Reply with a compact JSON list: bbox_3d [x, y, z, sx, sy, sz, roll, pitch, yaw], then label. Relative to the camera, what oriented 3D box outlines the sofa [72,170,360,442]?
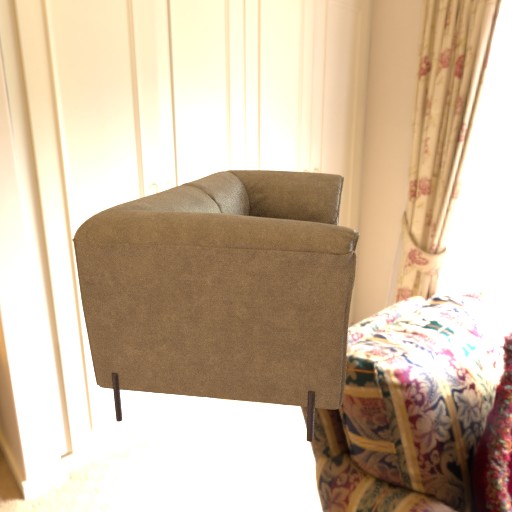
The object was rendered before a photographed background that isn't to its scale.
[{"bbox_3d":[0.000,0.000,2.291,0.905,0.747,1.878,2,16,9],"label":"sofa"}]
